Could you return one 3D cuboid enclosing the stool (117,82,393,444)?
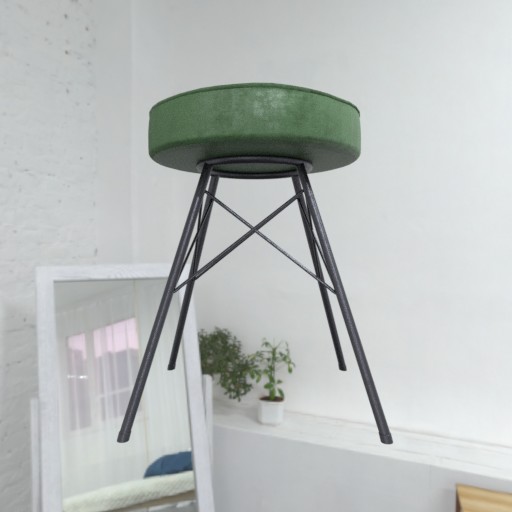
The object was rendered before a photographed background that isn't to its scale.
[{"bbox_3d":[0.000,0.000,0.925,0.457,0.595,0.430,0,2,1],"label":"stool"}]
